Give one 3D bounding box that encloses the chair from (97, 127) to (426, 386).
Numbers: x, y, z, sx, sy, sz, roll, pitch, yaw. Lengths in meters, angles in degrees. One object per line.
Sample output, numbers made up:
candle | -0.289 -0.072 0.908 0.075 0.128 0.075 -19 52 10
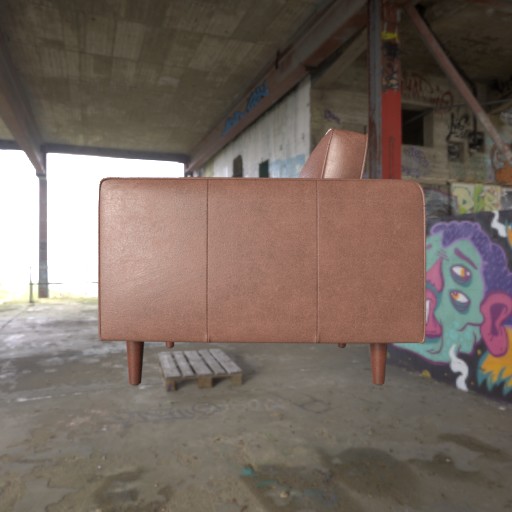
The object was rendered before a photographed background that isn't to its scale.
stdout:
chair | 0.000 0.000 1.594 0.900 0.770 0.920 0 0 0
